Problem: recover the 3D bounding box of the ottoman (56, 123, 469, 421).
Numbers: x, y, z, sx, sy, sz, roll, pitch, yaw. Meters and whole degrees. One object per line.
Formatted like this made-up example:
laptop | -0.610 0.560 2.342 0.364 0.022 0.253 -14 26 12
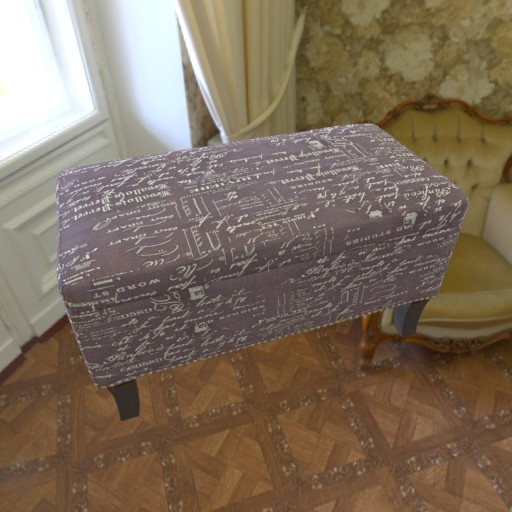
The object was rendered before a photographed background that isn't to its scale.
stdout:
ottoman | 0.000 0.000 1.066 0.813 0.457 0.406 -13 42 -14
